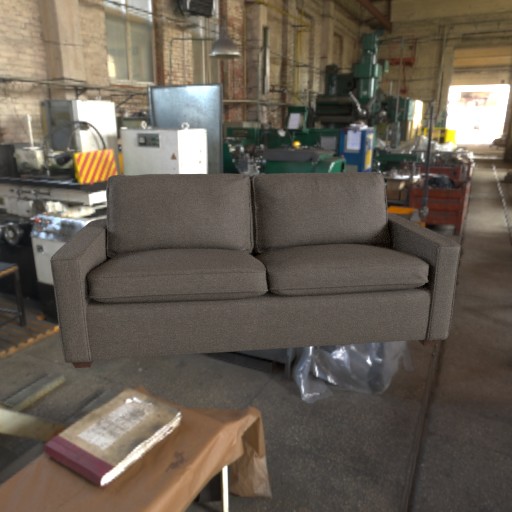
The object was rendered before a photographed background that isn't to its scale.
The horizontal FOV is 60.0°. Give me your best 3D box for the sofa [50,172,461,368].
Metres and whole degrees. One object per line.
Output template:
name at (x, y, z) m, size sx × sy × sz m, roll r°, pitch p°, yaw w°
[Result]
sofa at (0.000, 0.000, 2.636) m, size 2.080 × 0.919 × 0.940 m, roll -2°, pitch 17°, yaw -7°
